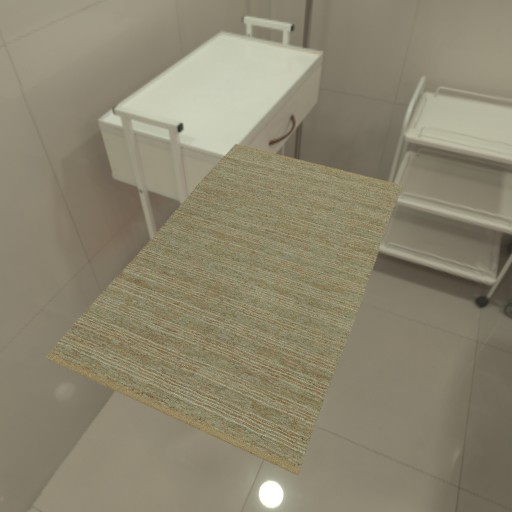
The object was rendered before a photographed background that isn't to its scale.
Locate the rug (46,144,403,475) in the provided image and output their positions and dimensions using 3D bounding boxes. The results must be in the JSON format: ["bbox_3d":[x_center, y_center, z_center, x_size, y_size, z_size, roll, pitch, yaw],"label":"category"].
[{"bbox_3d":[0.000,0.000,3.069,1.540,0.012,2.448,18,49,17],"label":"rug"}]
